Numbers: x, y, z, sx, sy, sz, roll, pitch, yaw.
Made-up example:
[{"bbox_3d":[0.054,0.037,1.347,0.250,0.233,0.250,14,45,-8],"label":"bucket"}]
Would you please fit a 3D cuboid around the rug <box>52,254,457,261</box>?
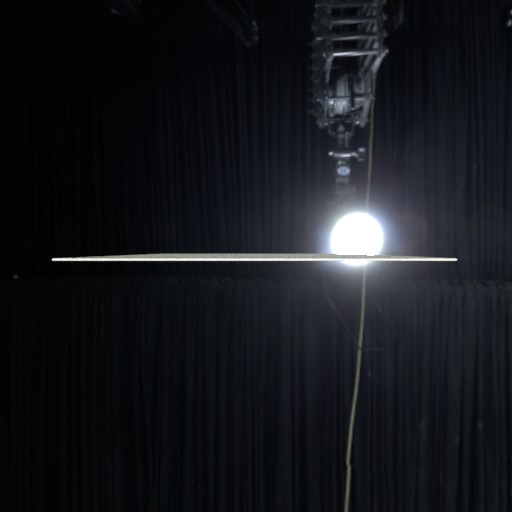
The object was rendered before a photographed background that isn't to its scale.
[{"bbox_3d":[0.000,0.000,4.187,2.446,0.015,3.046,0,1,1],"label":"rug"}]
